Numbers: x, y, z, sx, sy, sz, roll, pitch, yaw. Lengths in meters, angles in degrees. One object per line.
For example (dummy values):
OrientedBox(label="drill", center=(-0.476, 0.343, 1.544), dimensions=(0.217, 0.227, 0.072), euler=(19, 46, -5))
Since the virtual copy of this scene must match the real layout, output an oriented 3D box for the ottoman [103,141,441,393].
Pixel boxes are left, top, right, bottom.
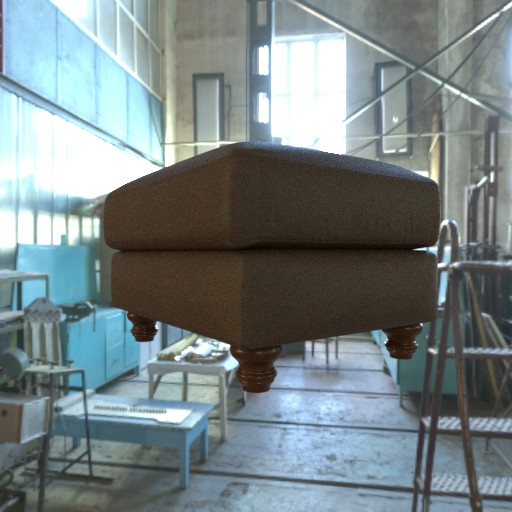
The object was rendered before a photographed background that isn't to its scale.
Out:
OrientedBox(label="ottoman", center=(0.000, 0.000, 1.219), dimensions=(0.635, 0.508, 0.787), euler=(0, 1, -35))
